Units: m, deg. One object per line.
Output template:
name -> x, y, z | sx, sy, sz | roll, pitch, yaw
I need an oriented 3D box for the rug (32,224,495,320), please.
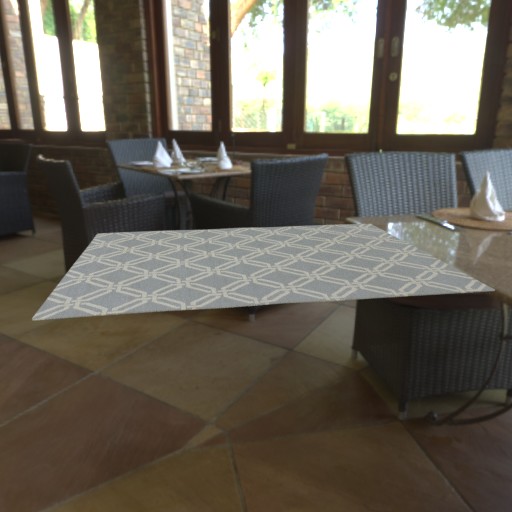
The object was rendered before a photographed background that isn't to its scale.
rug -> 0.000, 0.000, 2.715 | 2.133, 0.013, 1.522 | -3, 17, -9
